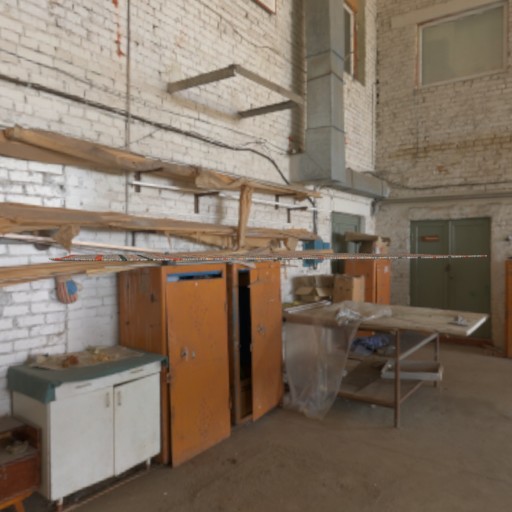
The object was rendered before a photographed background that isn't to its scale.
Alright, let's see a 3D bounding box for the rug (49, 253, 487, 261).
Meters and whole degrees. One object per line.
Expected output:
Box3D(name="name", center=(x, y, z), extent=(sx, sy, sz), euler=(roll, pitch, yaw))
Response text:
Box3D(name="rug", center=(0.000, 0.000, 2.313), extent=(1.835, 0.017, 1.220), euler=(0, 1, -18))
